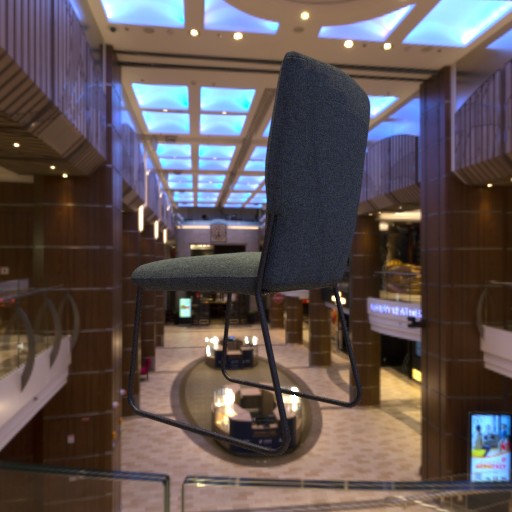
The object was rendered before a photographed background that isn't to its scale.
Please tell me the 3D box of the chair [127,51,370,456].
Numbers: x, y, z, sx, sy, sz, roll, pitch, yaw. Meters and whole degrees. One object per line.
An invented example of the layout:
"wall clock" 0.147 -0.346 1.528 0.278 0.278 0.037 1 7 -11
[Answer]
"chair" 0.000 0.000 1.313 0.635 0.931 0.480 0 0 36
